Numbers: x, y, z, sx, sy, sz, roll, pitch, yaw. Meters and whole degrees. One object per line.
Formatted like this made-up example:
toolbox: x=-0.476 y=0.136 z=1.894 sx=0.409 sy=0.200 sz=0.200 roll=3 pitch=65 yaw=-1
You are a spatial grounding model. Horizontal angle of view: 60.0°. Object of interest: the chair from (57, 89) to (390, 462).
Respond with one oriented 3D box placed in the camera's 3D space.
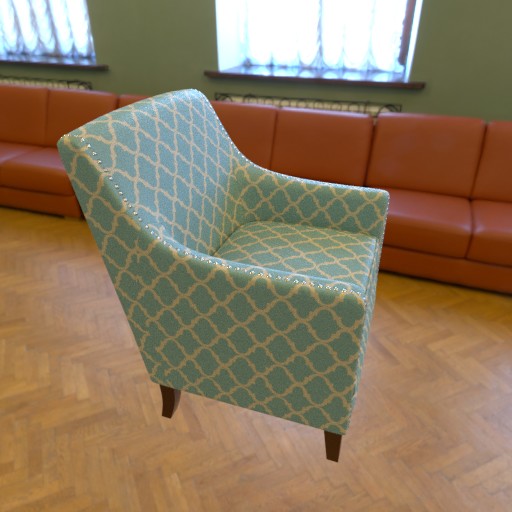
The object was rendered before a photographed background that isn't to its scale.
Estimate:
chair: x=0.000 y=0.000 z=1.275 sx=0.686 sy=0.817 sz=0.617 roll=10 pitch=32 yaw=16
